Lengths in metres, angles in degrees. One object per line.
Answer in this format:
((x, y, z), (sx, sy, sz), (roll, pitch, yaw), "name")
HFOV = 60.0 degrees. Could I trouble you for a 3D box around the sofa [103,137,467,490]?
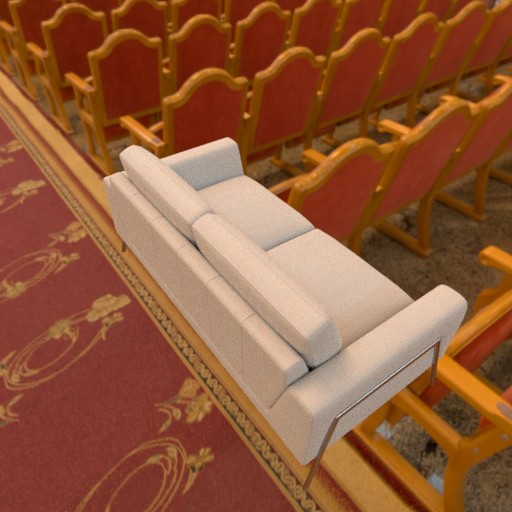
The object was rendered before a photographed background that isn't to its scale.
((0.000, 0.000, 2.508), (0.953, 0.875, 2.017), (-26, 48, -26), "sofa")
